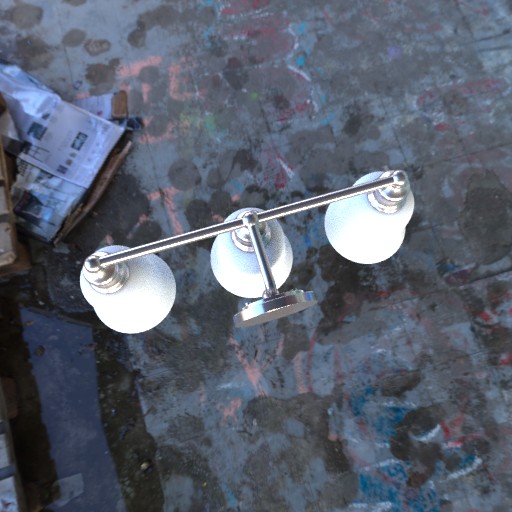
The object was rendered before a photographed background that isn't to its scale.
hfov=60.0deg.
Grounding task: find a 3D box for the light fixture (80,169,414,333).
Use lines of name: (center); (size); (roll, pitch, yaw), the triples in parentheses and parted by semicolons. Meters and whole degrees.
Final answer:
light fixture: (0.000, 0.000, 0.675); (0.570, 0.211, 0.198); (-16, 76, -4)
